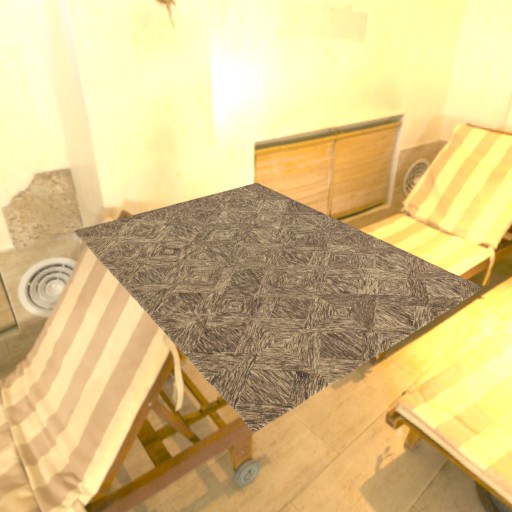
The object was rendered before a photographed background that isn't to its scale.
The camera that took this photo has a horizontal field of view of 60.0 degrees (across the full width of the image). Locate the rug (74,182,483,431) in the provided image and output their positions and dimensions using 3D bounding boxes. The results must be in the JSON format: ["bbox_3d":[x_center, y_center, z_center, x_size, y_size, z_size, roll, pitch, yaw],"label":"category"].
[{"bbox_3d":[0.000,0.000,4.237,2.448,0.017,3.204,-20,35,-32],"label":"rug"}]
